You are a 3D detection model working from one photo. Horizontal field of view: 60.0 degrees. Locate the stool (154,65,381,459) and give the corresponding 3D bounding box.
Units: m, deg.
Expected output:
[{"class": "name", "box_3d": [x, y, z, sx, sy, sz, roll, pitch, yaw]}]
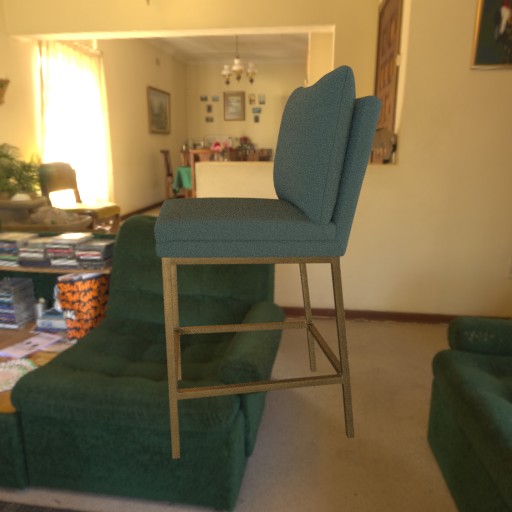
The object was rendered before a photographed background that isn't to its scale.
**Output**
[{"class": "stool", "box_3d": [0.000, 0.000, 1.356, 0.568, 1.032, 0.463, -2, 14, -8]}]
